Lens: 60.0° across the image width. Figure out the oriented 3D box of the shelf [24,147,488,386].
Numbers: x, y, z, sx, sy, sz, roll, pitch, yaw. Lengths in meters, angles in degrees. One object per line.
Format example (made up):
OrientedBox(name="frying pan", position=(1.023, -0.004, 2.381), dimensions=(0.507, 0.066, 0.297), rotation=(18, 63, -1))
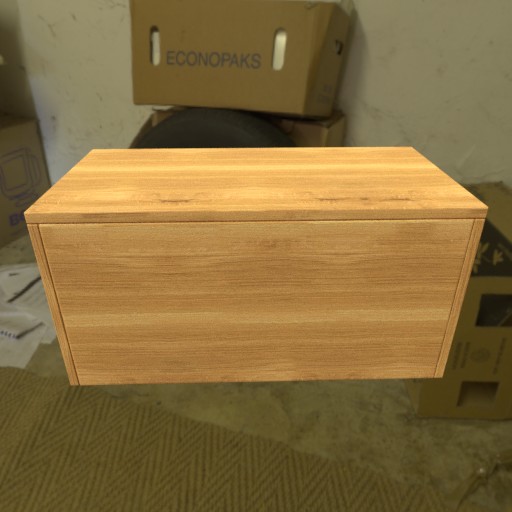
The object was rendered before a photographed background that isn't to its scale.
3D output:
OrientedBox(name="shelf", position=(0.000, 0.000, 1.032), dimensions=(0.800, 0.400, 0.400), rotation=(-1, 29, -1))
